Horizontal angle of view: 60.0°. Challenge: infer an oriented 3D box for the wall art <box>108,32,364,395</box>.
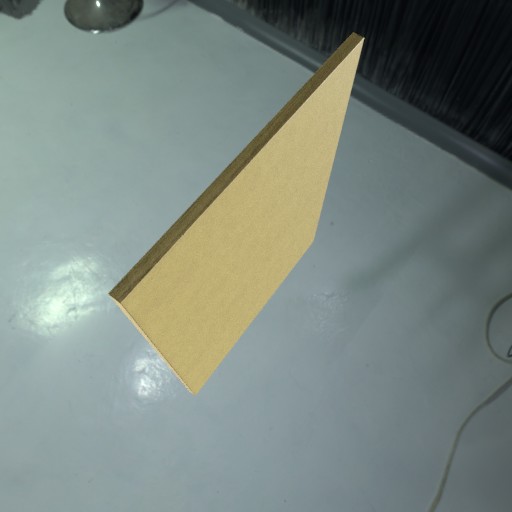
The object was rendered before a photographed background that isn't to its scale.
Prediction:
[{"bbox_3d":[0.000,0.000,1.329,0.030,1.002,0.798,33,69,15],"label":"wall art"}]
